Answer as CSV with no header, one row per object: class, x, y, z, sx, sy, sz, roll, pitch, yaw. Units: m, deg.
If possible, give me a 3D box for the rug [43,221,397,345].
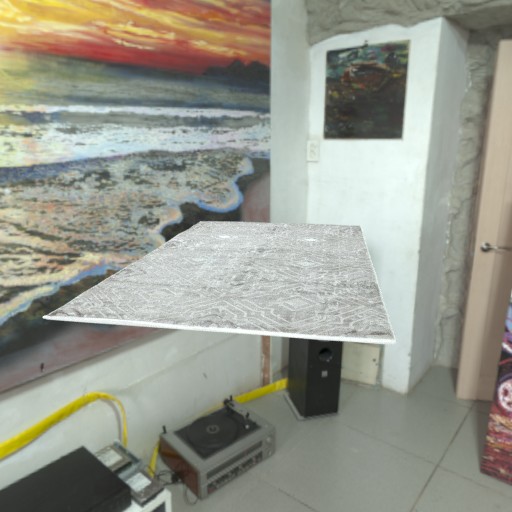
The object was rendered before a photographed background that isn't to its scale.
rug,0.000,0.000,3.015,1.537,0.036,2.447,2,15,9
